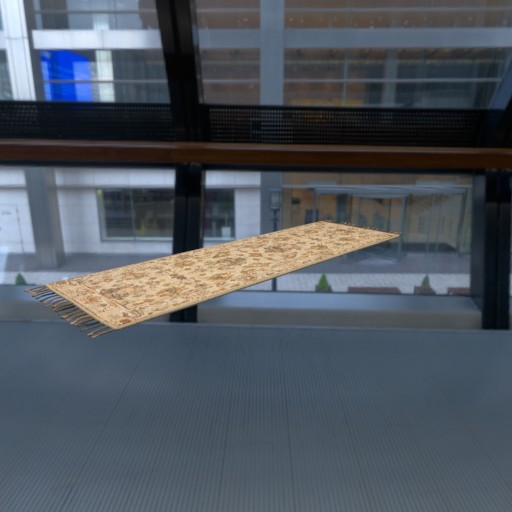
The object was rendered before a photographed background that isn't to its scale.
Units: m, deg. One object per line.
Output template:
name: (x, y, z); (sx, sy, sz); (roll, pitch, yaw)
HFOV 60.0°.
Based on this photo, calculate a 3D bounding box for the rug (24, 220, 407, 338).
rug: (0.000, 0.000, 2.707); (2.438, 0.021, 0.729); (-15, 22, -43)
